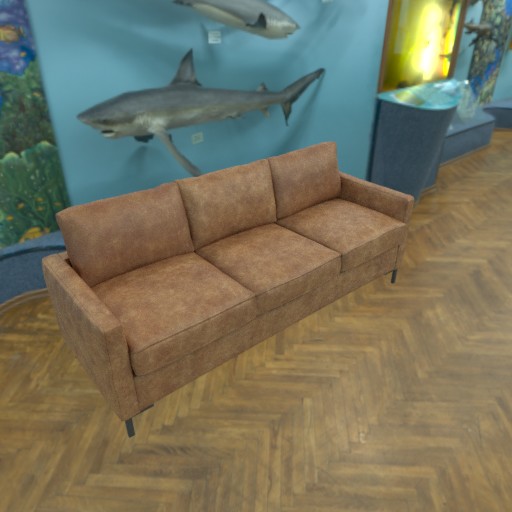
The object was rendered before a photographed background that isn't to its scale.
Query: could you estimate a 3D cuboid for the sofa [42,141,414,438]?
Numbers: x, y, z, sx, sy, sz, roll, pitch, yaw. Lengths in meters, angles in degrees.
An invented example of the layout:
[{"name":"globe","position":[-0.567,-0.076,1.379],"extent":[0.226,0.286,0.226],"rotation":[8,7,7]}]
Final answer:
[{"name":"sofa","position":[0.000,0.000,2.461],"extent":[2.029,0.863,0.748],"rotation":[-22,37,-34]}]
